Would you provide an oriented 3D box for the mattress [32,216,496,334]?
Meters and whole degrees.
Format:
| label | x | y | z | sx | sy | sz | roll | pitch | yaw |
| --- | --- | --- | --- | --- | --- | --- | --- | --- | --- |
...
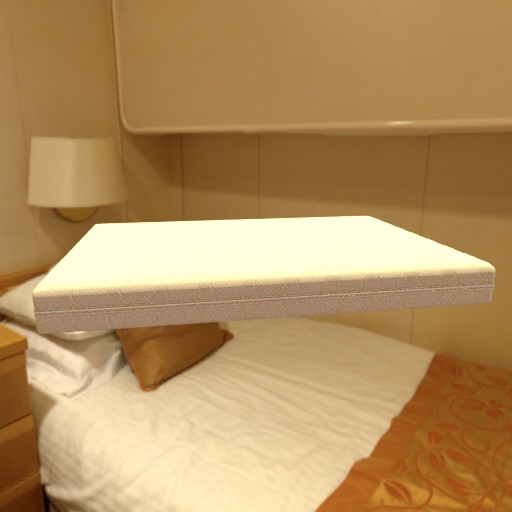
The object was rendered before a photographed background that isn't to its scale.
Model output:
| label | x | y | z | sx | sy | sz | roll | pitch | yaw |
| --- | --- | --- | --- | --- | --- | --- | --- | --- | --- |
| mattress | 0.000 | 0.000 | 2.543 | 2.000 | 0.200 | 1.400 | -3 | 15 | -10 |
